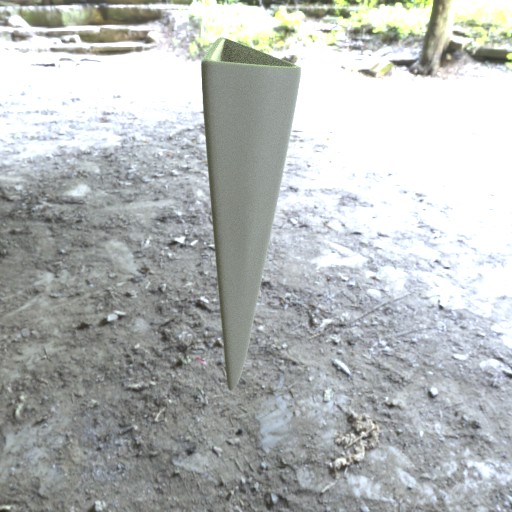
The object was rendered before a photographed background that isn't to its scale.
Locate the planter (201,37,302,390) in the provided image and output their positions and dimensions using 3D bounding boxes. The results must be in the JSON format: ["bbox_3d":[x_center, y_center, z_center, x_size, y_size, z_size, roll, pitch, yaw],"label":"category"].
[{"bbox_3d":[0.000,0.000,0.393,0.065,0.338,0.143,0,31,0],"label":"planter"}]
